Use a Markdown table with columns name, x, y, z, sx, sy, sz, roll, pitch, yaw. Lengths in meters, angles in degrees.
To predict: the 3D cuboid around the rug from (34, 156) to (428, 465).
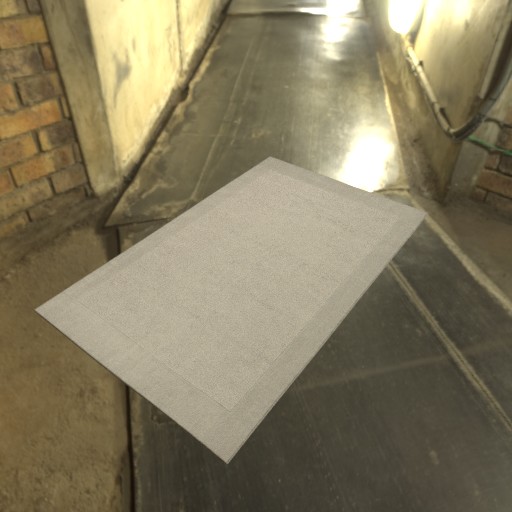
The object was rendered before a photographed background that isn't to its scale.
| name | x | y | z | sx | sy | sz | roll | pitch | yaw |
| --- | --- | --- | --- | --- | --- | --- | --- | --- | --- |
| rug | 0.000 | 0.000 | 3.061 | 1.524 | 0.014 | 2.438 | 26 | 47 | 27 |
